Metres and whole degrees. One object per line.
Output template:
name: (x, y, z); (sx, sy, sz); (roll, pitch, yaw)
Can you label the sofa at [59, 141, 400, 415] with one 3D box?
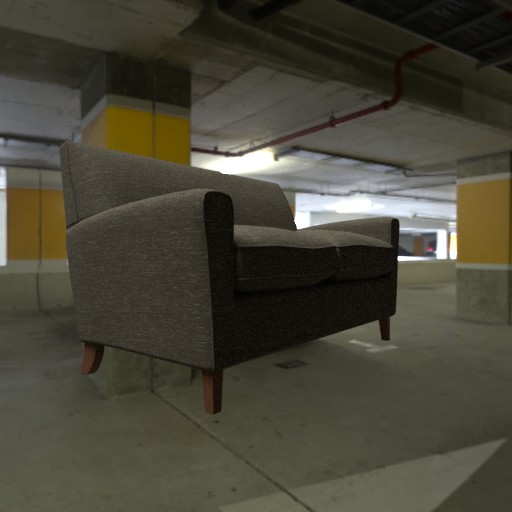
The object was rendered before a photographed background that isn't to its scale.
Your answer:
sofa: (0.000, 0.000, 2.054); (0.867, 0.905, 1.509); (1, 1, 38)
